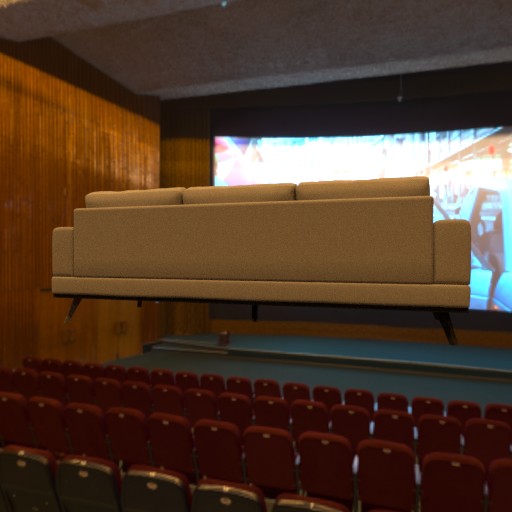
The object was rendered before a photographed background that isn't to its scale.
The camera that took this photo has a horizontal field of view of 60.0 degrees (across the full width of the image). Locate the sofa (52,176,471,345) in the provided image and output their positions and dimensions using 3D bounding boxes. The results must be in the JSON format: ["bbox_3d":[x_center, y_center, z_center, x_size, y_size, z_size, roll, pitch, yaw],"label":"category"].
[{"bbox_3d":[0.000,0.000,2.755,2.310,0.810,0.920,0,0,18],"label":"sofa"}]
